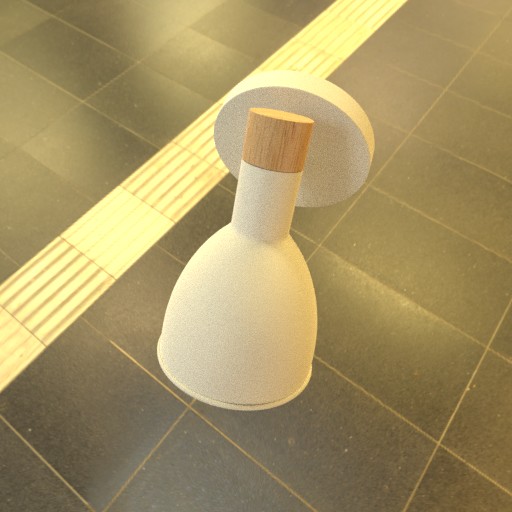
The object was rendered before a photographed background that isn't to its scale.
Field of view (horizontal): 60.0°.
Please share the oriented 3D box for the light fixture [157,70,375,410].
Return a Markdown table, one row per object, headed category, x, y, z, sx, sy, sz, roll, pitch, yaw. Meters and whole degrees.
| category | x | y | z | sx | sy | sz | roll | pitch | yaw |
| --- | --- | --- | --- | --- | --- | --- | --- | --- | --- |
| light fixture | 0.000 | 0.000 | 0.326 | 0.127 | 0.199 | 0.209 | 15 | 60 | 9 |
